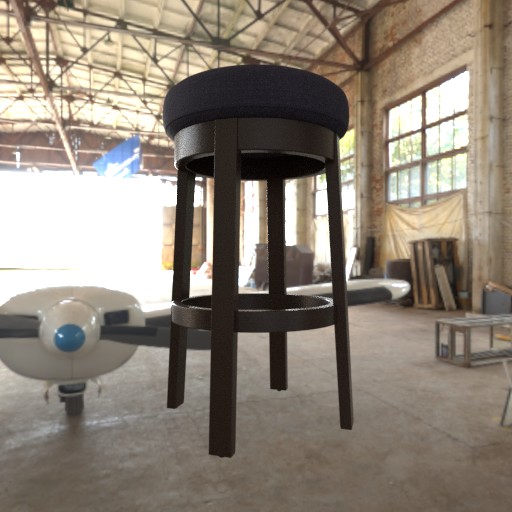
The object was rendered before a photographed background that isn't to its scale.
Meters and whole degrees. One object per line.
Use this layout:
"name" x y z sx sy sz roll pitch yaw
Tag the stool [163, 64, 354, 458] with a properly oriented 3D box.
"stool" 0.000 0.000 1.039 0.446 0.758 0.446 0 0 0
